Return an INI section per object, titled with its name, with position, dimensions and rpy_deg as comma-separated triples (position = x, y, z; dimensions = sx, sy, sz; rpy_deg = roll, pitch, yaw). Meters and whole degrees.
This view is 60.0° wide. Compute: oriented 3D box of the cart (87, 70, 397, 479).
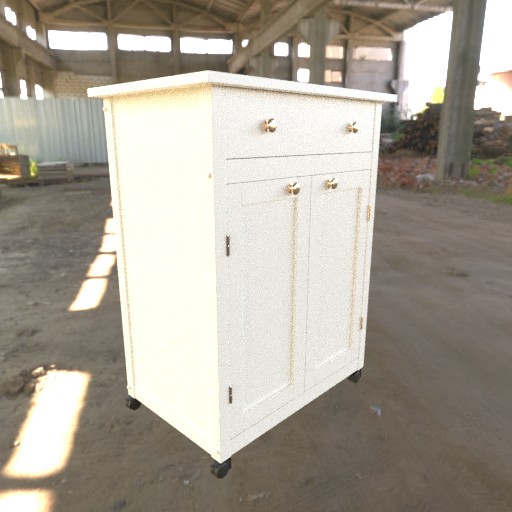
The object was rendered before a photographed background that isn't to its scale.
[cart]
position = 0.000, 0.000, 1.242
dimensions = 0.442, 0.864, 0.683
rpy_deg = 14, 21, 42
